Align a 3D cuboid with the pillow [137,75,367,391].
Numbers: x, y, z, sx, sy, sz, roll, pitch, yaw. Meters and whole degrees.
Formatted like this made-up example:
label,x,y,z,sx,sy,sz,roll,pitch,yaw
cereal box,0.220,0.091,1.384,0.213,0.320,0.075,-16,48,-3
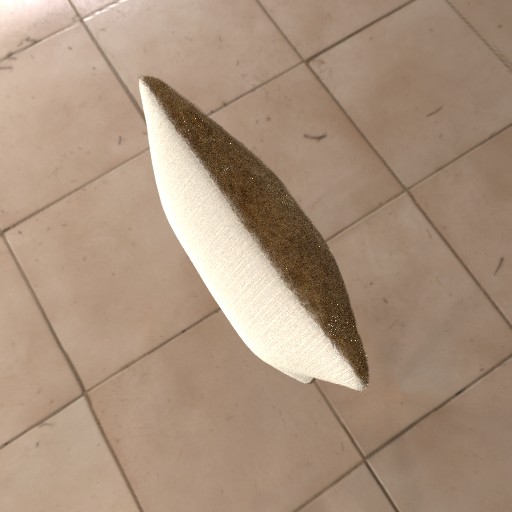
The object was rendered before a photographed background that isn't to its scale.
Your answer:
label,x,y,z,sx,sy,sz,roll,pitch,yaw
pillow,0.000,0.000,0.834,0.216,0.525,0.538,-33,78,-8
